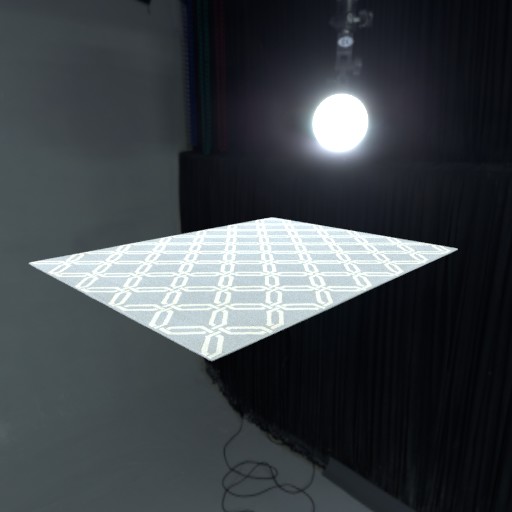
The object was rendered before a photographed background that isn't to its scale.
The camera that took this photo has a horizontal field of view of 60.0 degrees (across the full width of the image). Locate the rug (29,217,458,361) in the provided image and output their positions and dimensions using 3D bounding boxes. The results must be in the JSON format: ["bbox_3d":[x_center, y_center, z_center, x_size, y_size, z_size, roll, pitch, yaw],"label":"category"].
[{"bbox_3d":[0.000,0.000,3.789,2.288,0.018,2.895,14,21,43],"label":"rug"}]
